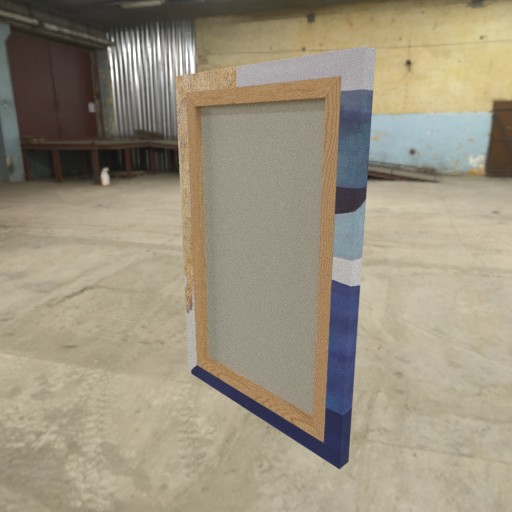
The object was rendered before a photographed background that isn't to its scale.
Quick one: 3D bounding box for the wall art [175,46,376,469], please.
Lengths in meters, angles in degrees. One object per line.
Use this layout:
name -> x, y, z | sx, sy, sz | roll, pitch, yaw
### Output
wall art -> 0.000, 0.000, 1.143 | 0.039, 0.911, 0.607 | -14, 21, -42
